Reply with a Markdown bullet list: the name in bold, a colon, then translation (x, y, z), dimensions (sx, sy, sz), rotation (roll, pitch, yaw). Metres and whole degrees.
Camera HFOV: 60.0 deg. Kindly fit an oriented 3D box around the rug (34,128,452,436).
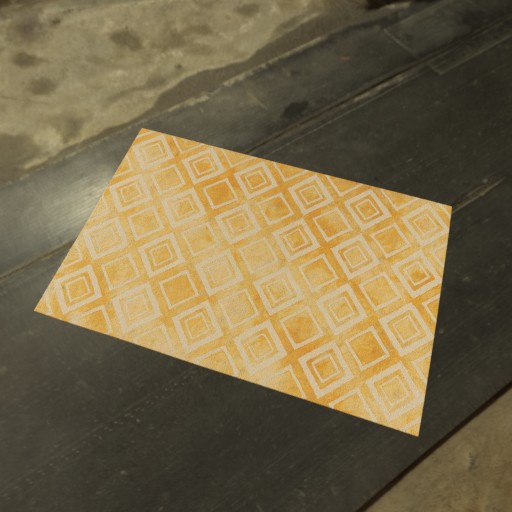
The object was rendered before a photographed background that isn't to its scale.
- **rug**: translation (0.000, 0.000, 2.246), dimensions (1.829, 0.010, 1.213), rotation (16, 64, 8)
